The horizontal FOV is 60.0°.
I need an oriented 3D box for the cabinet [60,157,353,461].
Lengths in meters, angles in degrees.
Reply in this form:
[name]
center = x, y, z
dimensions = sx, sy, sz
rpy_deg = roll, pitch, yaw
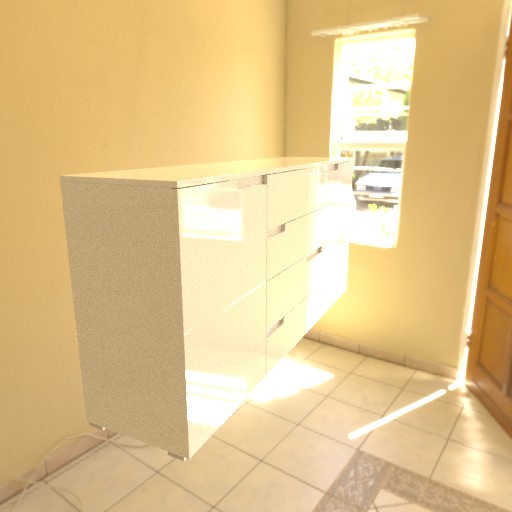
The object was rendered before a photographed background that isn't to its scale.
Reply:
[cabinet]
center = 0.000, 0.000, 1.961
dimensions = 0.400, 0.800, 1.650
rpy_deg = 7, 16, 26
